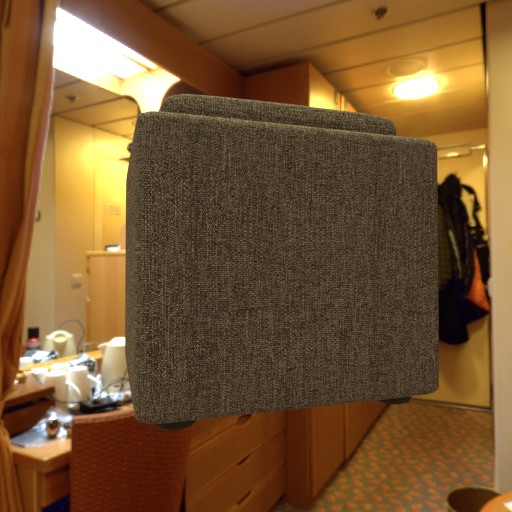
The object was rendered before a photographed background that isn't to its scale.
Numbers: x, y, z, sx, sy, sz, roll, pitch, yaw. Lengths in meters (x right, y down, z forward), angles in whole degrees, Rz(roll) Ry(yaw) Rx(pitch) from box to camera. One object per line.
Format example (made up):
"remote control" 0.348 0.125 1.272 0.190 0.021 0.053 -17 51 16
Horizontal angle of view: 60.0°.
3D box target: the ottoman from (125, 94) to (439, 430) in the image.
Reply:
"ottoman" 0.000 0.000 0.814 0.450 0.460 0.450 0 -1 -18
